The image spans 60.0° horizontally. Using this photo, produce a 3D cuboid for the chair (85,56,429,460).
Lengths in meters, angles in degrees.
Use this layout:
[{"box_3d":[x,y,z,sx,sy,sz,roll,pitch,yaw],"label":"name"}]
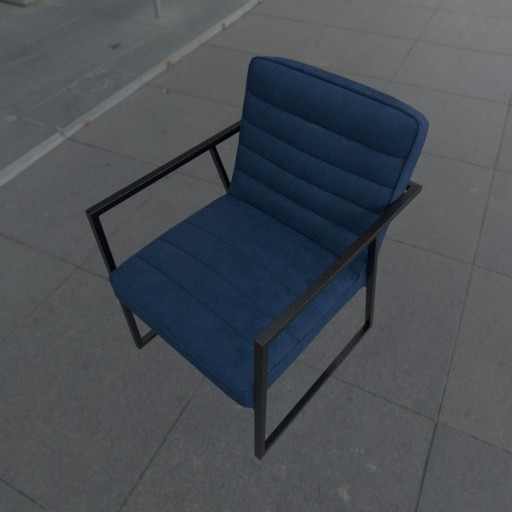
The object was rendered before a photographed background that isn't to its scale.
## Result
[{"box_3d":[0.000,0.000,1.251,0.571,0.833,0.677,33,56,27],"label":"chair"}]
